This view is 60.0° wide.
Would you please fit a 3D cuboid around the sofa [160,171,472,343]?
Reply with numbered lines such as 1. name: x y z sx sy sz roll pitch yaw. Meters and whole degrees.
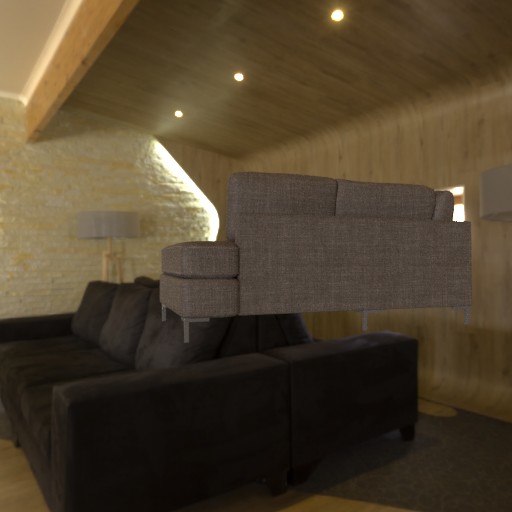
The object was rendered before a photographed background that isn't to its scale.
1. sofa: 0.000 0.000 4.350 2.048 0.999 3.423 0 -1 -19
